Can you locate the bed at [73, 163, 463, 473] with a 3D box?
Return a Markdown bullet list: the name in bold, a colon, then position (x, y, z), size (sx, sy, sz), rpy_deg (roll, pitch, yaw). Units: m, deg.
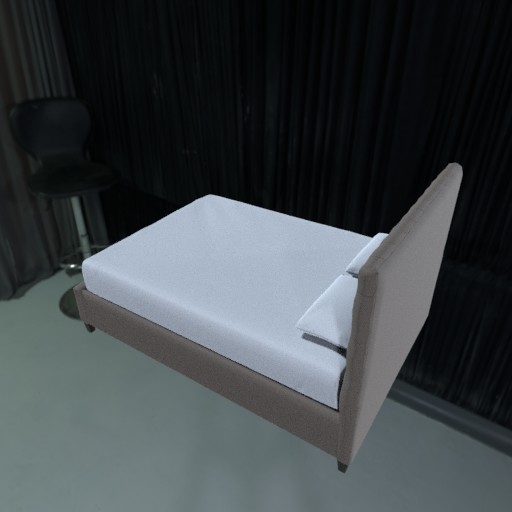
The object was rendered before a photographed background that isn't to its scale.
- **bed**: position (0.000, 0.000, 3.395), size (2.387, 1.427, 1.698), rpy_deg (19, 36, 28)
